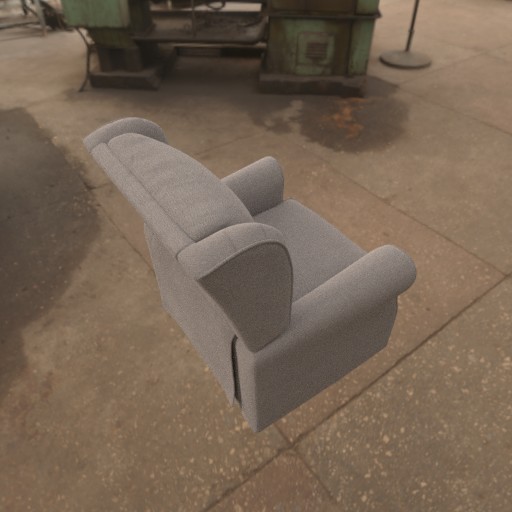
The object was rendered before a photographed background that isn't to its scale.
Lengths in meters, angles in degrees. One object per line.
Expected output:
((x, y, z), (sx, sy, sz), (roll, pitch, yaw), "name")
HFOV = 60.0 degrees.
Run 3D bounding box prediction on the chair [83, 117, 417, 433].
((0.000, 0.000, 1.679), (0.854, 0.966, 0.906), (-25, 48, -25), "chair")
